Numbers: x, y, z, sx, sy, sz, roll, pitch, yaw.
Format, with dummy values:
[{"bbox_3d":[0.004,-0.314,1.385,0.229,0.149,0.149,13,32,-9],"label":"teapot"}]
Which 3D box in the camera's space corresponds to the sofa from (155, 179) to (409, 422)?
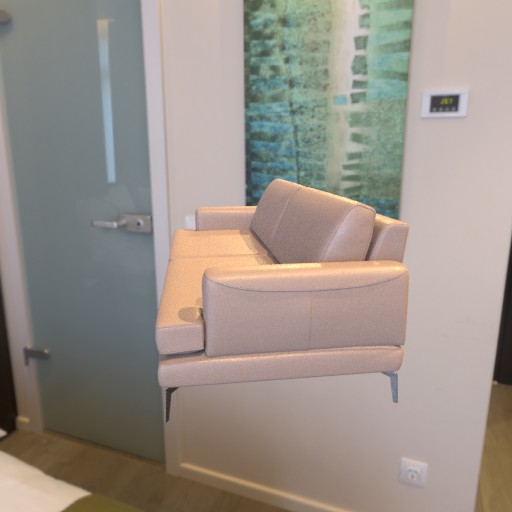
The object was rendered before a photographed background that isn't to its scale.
[{"bbox_3d":[0.000,0.000,2.474,0.974,0.765,1.940,-2,13,-8],"label":"sofa"}]
